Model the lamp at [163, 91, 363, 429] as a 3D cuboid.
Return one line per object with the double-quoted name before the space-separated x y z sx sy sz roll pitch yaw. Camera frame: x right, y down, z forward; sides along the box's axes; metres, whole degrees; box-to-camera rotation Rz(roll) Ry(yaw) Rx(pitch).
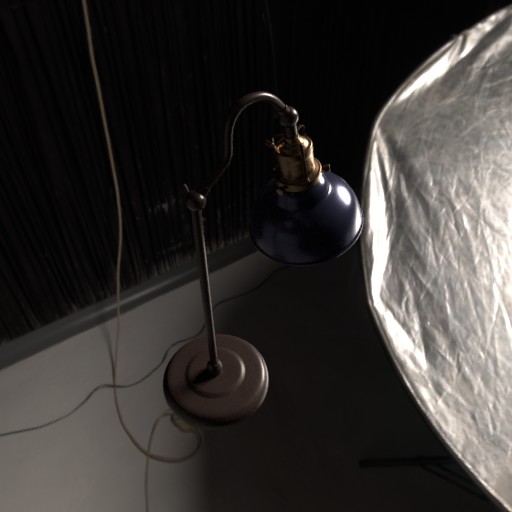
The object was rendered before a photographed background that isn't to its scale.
"lamp" 0.000 0.000 0.684 0.374 0.508 0.192 -26 48 -27
